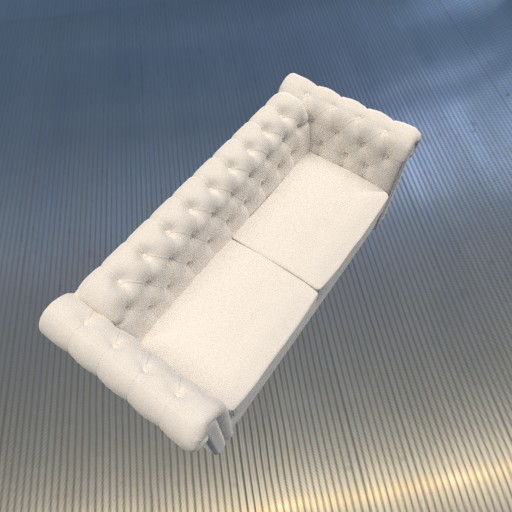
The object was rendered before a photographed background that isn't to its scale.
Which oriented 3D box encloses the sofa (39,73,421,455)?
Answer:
[{"bbox_3d":[0.000,0.000,2.217,0.771,0.796,1.798,32,64,17],"label":"sofa"}]
